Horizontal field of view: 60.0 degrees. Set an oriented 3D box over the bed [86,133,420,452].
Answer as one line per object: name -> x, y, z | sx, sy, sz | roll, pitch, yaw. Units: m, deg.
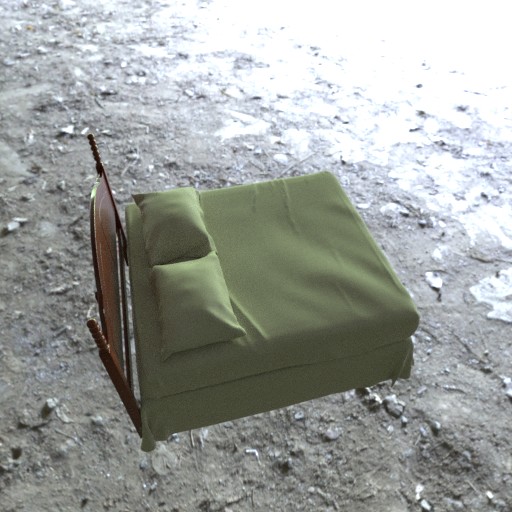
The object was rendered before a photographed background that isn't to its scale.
bed -> 0.000, 0.000, 3.210 | 2.040, 1.356, 1.873 | -11, 48, -10
